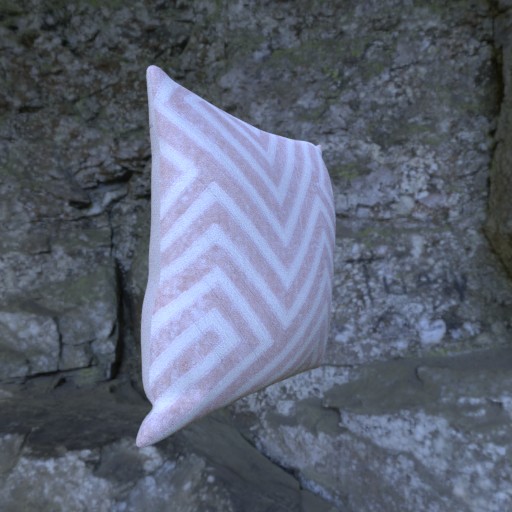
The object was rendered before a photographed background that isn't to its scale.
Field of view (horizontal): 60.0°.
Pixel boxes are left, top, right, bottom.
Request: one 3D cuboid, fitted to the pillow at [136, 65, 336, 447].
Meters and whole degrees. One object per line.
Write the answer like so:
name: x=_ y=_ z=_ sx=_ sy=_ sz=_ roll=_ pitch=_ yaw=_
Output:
pillow: x=0.000 y=0.000 z=0.677 sx=0.182 sy=0.441 sz=0.440 roll=0 pitch=0 yaw=36
